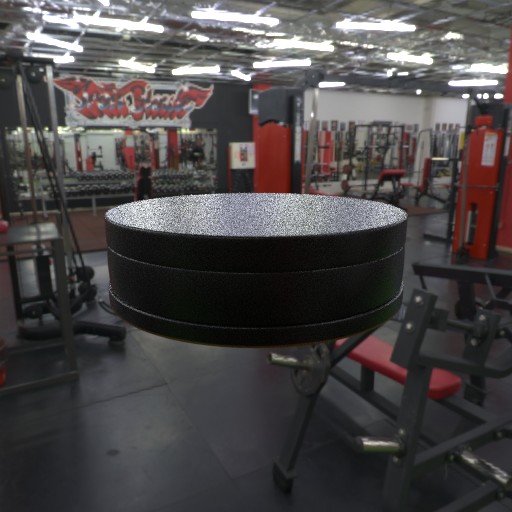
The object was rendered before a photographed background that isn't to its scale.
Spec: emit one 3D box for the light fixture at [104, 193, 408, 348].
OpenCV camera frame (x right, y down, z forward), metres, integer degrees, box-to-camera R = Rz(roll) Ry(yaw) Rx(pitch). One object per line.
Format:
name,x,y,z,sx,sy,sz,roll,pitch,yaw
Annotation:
light fixture,0.000,0.000,0.443,0.283,0.097,0.283,0,14,0
